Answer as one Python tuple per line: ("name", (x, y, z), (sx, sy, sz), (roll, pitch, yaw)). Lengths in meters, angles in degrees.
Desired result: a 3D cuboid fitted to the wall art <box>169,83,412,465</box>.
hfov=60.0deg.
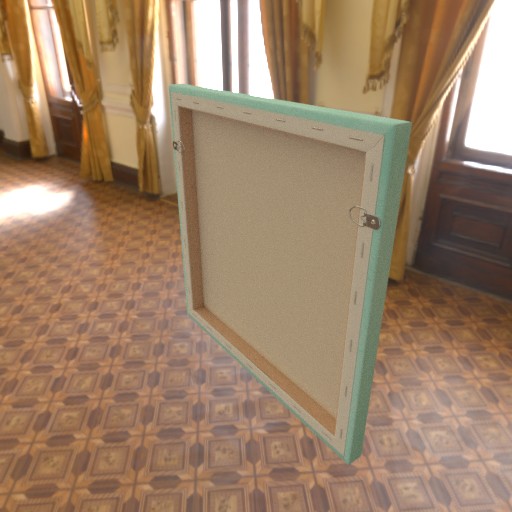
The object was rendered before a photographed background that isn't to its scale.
("wall art", (0.000, 0.000, 1.586), (0.070, 1.073, 1.071), (-19, 32, -32))
